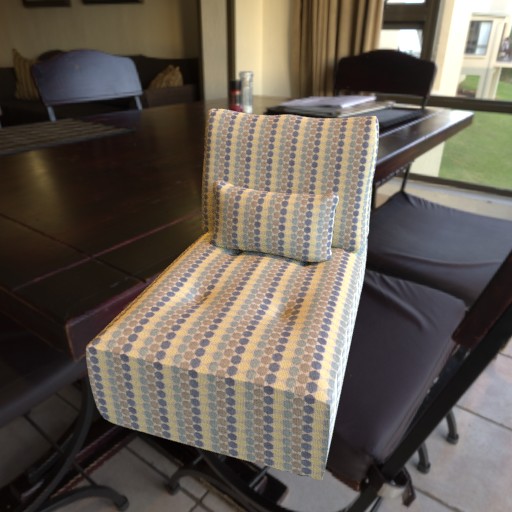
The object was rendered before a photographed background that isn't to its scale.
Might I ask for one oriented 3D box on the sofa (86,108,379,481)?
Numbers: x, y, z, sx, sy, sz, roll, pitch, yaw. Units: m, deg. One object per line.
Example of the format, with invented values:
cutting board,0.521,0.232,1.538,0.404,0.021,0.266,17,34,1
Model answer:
sofa,0.000,0.000,1.520,0.700,0.820,1.000,8,28,16
